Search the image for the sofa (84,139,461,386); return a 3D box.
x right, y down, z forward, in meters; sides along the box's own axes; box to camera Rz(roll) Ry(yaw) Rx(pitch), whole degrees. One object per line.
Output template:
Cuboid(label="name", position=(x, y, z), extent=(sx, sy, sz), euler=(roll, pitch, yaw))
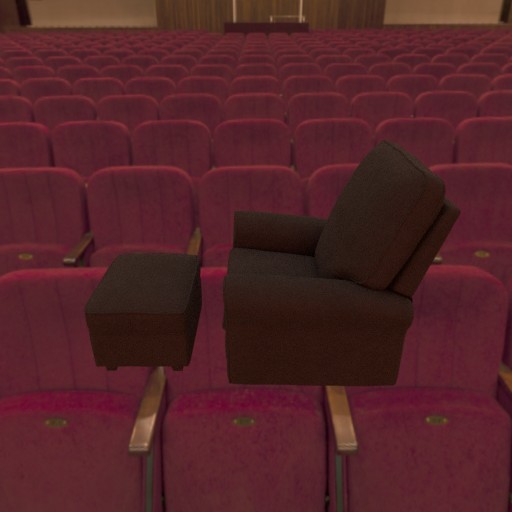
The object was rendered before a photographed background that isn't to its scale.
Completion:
Cuboid(label="sofa", position=(0.000, 0.000, 2.044), extent=(1.478, 0.959, 0.880), euler=(0, 27, 0))
